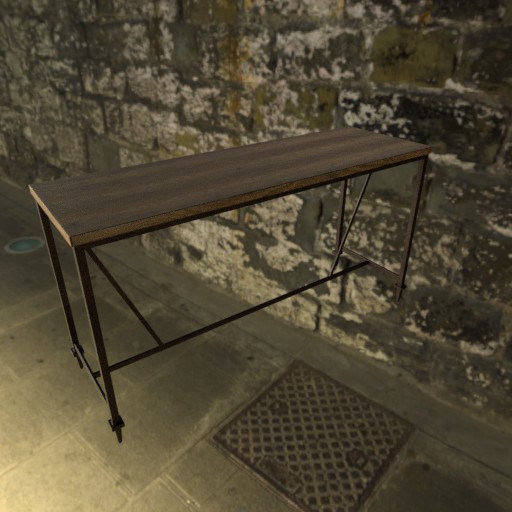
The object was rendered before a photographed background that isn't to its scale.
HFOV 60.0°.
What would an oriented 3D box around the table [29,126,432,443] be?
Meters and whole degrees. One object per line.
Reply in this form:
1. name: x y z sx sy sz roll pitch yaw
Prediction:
1. table: 0.000 0.000 2.105 1.700 0.902 0.551 -19 34 -31
